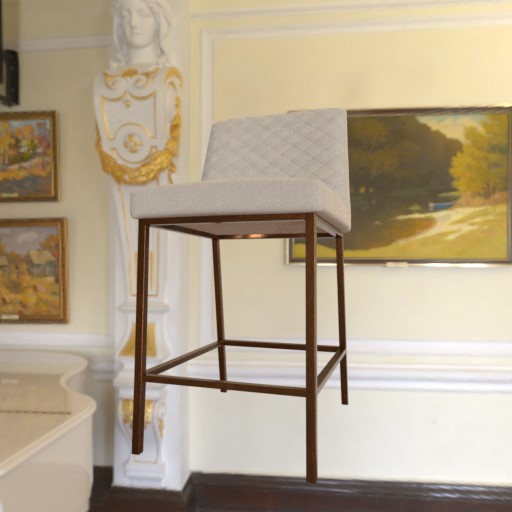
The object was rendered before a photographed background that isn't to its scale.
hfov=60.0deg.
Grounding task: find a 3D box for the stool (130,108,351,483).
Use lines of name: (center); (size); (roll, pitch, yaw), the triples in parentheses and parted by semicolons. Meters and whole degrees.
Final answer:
stool: (0.000, 0.000, 1.282); (0.507, 0.973, 0.576); (0, -1, 19)
